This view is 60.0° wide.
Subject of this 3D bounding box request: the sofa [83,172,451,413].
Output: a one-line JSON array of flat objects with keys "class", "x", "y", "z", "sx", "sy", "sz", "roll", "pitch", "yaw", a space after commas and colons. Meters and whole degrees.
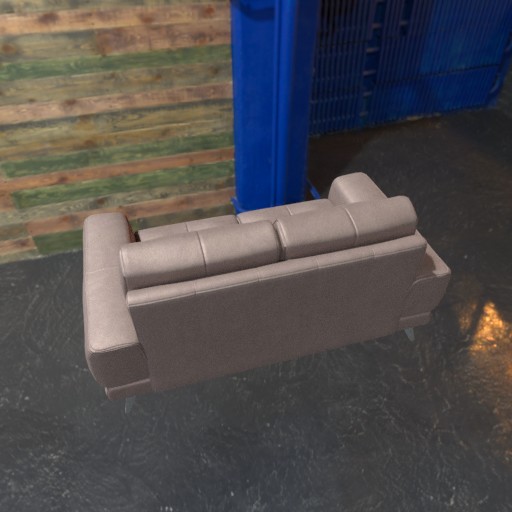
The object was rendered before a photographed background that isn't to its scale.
[{"class": "sofa", "x": 0.000, "y": 0.000, "z": 2.429, "sx": 1.806, "sy": 0.907, "sz": 1.018, "roll": -11, "pitch": 43, "yaw": -12}]
